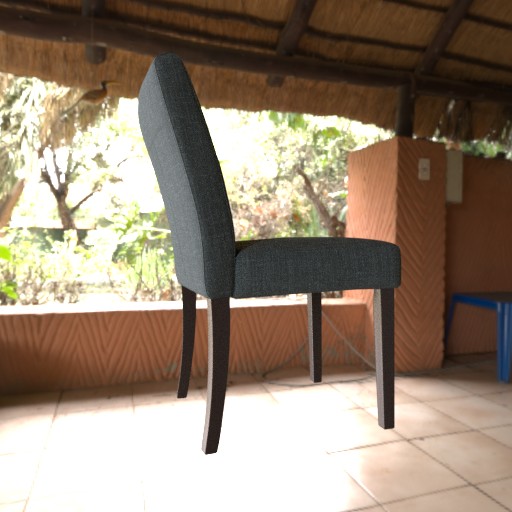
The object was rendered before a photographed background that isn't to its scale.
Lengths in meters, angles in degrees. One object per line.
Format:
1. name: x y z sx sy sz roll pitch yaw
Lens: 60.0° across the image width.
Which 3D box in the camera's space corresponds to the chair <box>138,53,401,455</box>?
1. chair: 0.000 0.000 1.238 0.629 0.884 0.487 0 1 -19
